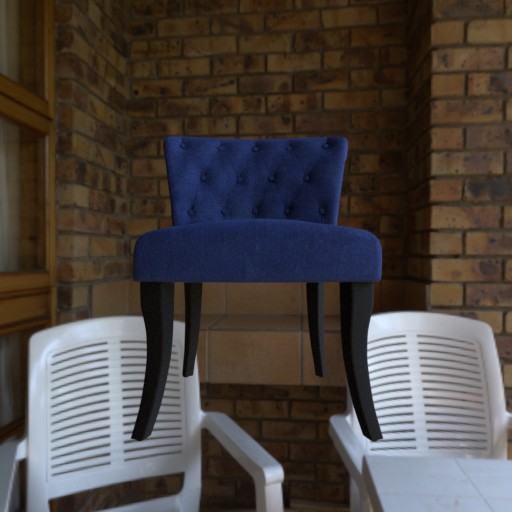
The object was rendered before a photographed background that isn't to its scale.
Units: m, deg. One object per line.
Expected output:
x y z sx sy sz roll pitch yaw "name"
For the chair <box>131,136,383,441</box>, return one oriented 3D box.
0.000 0.000 1.189 0.585 0.753 0.606 0 0 0 "chair"
